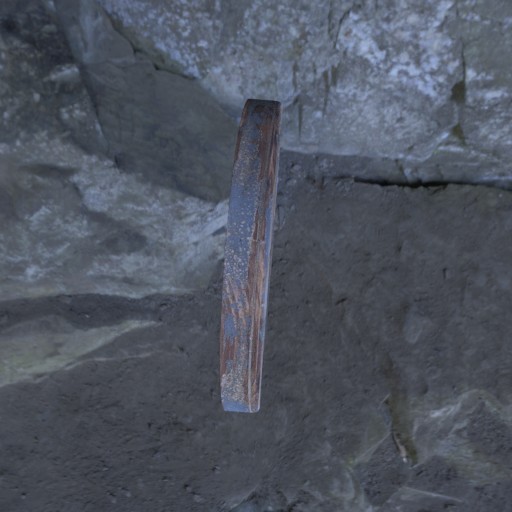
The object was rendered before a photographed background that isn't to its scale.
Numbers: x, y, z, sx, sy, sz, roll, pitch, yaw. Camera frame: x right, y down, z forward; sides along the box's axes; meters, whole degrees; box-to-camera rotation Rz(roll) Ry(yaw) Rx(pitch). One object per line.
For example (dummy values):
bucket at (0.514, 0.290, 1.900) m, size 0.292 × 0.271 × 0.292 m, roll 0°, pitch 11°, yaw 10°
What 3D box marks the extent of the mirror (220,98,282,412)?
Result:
mirror at (0.000, 0.000, 0.878) m, size 0.061 × 0.585 × 0.585 m, roll 4°, pitch 63°, yaw 2°
